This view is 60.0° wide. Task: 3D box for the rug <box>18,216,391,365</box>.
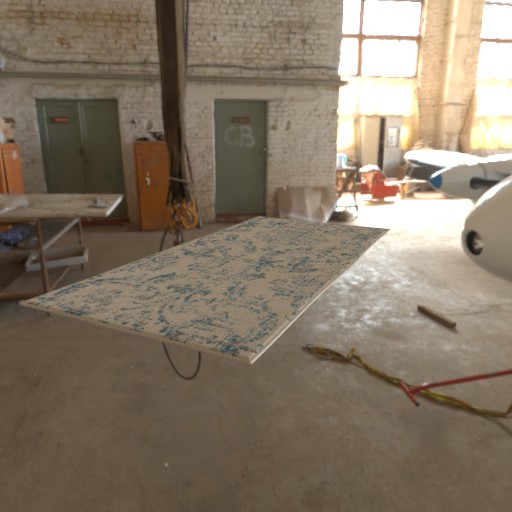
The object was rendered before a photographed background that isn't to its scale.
[{"bbox_3d":[0.000,0.000,1.406,0.605,0.007,1.220,8,17,26],"label":"rug"}]
